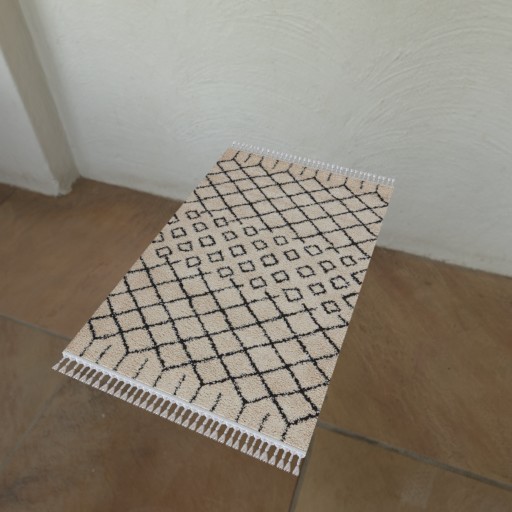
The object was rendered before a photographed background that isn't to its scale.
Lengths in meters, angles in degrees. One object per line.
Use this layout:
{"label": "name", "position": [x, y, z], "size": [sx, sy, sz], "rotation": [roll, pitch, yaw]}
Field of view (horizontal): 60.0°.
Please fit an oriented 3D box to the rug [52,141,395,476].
{"label": "rug", "position": [0.000, 0.000, 2.490], "size": [1.196, 0.008, 2.006], "rotation": [17, 50, 15]}
